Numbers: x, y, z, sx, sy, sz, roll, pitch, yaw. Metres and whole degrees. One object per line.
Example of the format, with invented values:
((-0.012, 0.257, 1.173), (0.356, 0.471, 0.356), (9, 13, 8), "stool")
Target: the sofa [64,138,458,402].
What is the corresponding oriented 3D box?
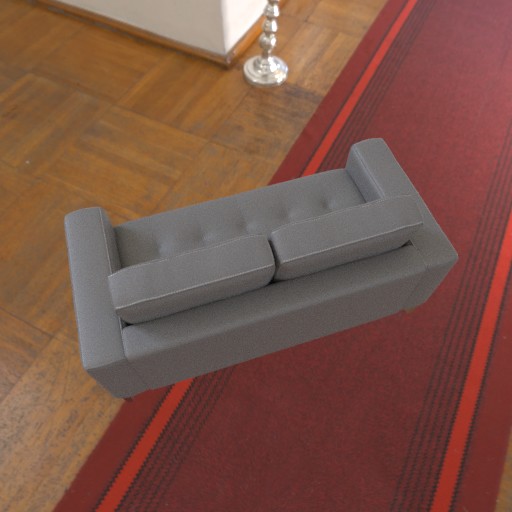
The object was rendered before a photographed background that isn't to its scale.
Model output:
((0.000, 0.000, 2.232), (1.726, 0.892, 0.833), (-16, 60, -9), "sofa")
